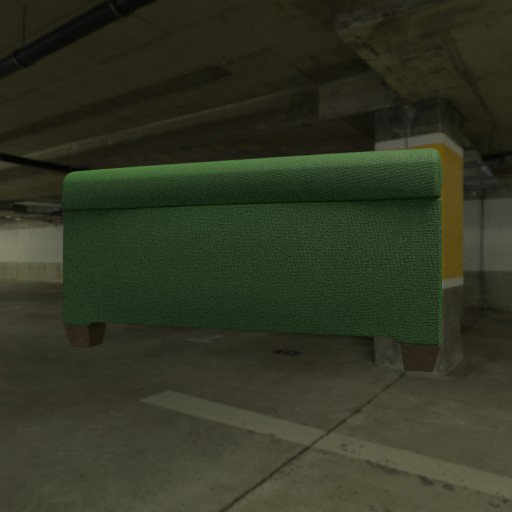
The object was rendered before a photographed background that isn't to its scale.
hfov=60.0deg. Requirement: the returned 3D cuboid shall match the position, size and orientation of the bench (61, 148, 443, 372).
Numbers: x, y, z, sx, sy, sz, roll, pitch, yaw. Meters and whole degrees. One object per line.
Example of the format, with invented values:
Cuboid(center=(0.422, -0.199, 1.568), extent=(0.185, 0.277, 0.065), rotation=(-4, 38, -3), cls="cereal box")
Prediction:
Cuboid(center=(0.000, 0.000, 1.299), extent=(0.989, 0.501, 0.505), rotation=(0, 0, 17), cls="bench")
